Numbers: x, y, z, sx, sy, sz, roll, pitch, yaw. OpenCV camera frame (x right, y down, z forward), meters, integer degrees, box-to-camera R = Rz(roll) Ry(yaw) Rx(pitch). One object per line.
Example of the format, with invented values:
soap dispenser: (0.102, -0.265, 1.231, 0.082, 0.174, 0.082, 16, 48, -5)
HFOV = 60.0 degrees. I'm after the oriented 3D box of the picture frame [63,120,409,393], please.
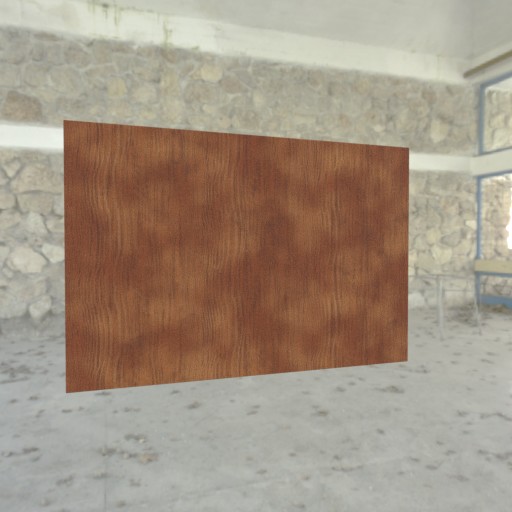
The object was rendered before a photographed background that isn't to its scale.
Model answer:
picture frame: (0.000, 0.000, 1.197, 0.950, 0.640, 0.029, 0, 1, -18)
